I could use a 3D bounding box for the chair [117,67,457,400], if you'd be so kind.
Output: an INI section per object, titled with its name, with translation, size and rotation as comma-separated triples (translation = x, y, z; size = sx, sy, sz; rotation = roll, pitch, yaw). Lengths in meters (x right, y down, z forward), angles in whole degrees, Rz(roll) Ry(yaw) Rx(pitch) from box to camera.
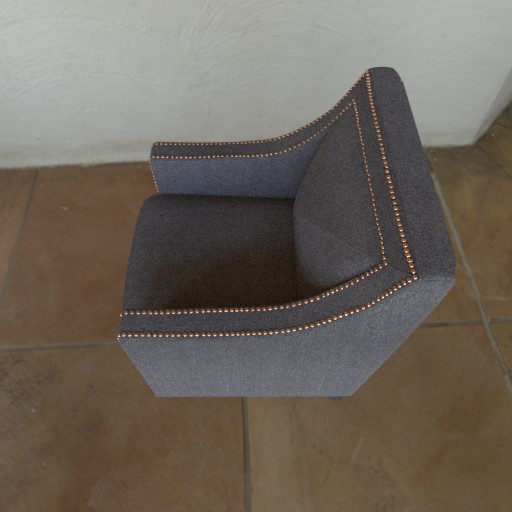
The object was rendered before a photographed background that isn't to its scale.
[chair]
translation = 0.000, 0.000, 1.544
size = 0.884, 0.967, 0.776
rotation = 0, 57, 0
